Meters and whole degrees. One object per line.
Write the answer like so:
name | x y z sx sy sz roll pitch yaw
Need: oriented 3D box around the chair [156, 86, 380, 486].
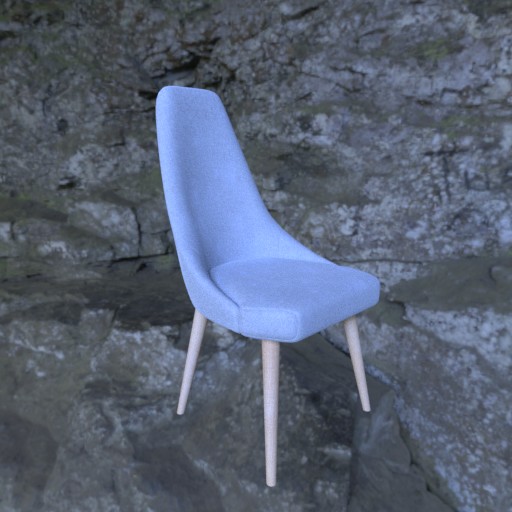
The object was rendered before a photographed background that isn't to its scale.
chair | 0.000 0.000 1.377 0.660 1.040 0.510 13 19 43
